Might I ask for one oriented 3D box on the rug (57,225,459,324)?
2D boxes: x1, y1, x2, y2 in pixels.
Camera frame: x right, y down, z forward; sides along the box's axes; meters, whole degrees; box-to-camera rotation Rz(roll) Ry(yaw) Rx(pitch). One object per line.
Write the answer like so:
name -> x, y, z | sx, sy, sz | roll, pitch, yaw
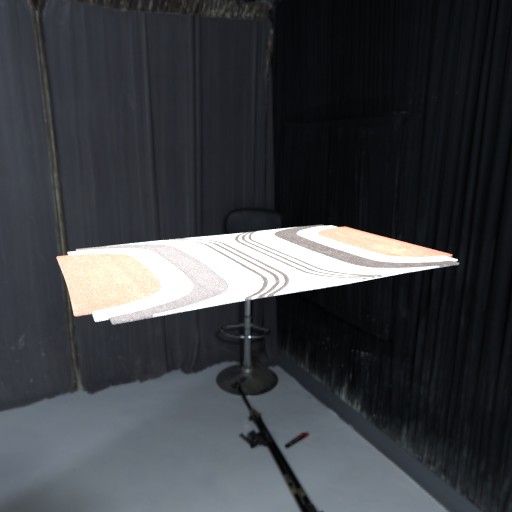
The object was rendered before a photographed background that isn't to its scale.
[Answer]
rug -> 0.000, 0.000, 3.042 | 2.446, 0.017, 1.530 | -7, 16, -26
